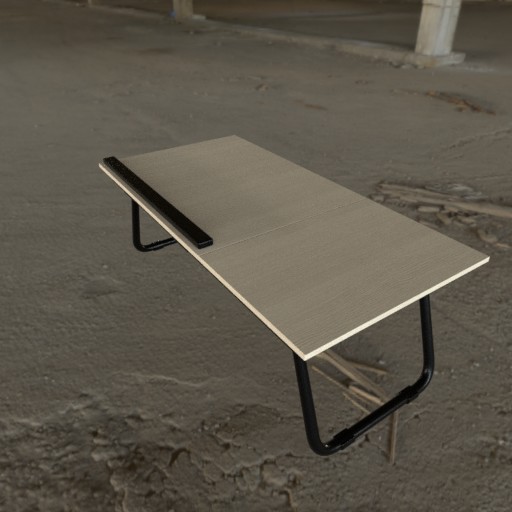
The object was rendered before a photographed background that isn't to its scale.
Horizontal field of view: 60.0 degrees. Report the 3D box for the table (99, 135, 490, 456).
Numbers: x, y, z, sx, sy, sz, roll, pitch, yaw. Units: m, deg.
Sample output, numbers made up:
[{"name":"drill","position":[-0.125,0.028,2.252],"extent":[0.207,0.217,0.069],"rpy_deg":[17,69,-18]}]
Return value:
[{"name":"table","position":[0.000,0.000,0.799],"extent":[0.322,0.242,0.644],"rpy_deg":[-20,38,-29]}]
